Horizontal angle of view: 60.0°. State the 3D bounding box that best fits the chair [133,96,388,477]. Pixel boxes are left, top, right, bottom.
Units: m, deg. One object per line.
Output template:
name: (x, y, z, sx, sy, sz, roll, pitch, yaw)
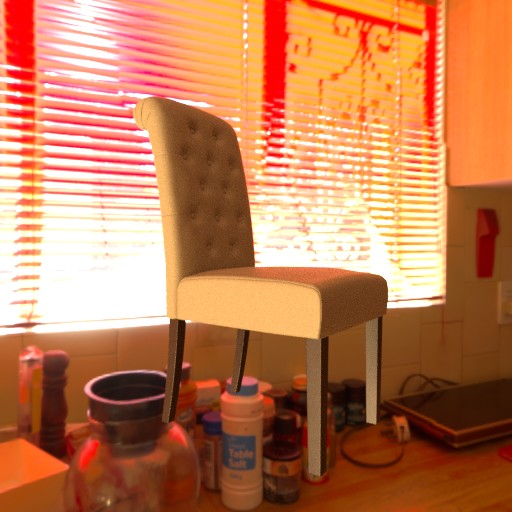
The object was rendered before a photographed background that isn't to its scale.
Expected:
chair: (0.000, 0.000, 1.359, 0.671, 1.006, 0.456, 1, 1, 35)
